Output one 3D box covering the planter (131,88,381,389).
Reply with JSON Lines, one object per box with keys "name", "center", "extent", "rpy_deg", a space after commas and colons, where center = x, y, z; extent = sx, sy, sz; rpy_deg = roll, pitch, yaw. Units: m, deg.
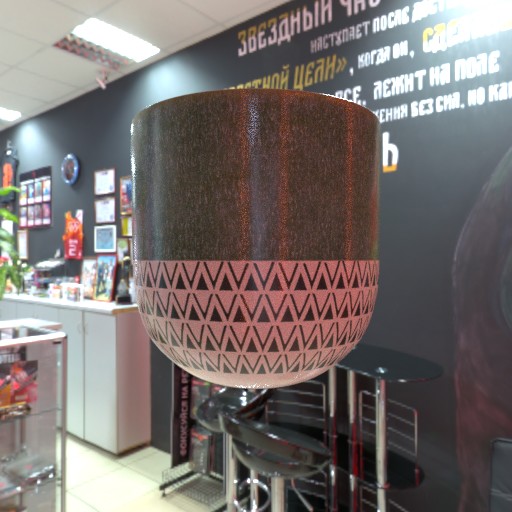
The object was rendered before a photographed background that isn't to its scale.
{"name": "planter", "center": [0.000, 0.000, 0.488], "extent": [0.266, 0.270, 0.266], "rpy_deg": [0, 0, 0]}
